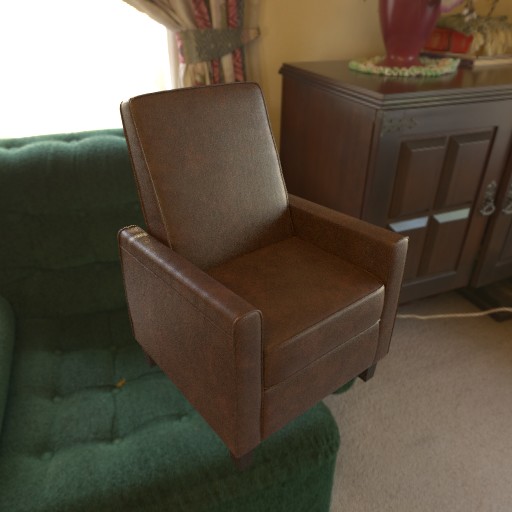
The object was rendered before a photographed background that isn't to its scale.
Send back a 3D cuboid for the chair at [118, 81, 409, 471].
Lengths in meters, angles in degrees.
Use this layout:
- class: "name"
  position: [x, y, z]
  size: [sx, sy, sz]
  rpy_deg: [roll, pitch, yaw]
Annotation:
- class: "chair"
  position: [0.000, 0.000, 1.503]
  size: [0.705, 1.013, 0.746]
  rpy_deg: [-22, 37, -33]
